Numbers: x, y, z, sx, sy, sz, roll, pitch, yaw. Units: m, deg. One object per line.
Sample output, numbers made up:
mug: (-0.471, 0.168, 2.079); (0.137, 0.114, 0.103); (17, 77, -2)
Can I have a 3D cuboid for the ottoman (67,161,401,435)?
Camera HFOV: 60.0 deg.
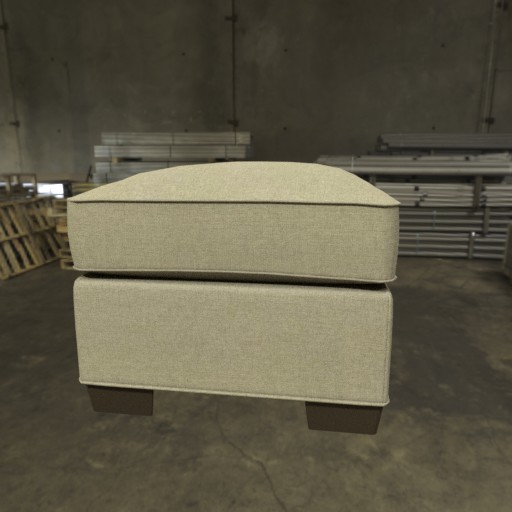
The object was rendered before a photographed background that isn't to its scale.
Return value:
ottoman: (0.000, 0.000, 1.217); (0.619, 0.504, 0.843); (2, 13, 8)
